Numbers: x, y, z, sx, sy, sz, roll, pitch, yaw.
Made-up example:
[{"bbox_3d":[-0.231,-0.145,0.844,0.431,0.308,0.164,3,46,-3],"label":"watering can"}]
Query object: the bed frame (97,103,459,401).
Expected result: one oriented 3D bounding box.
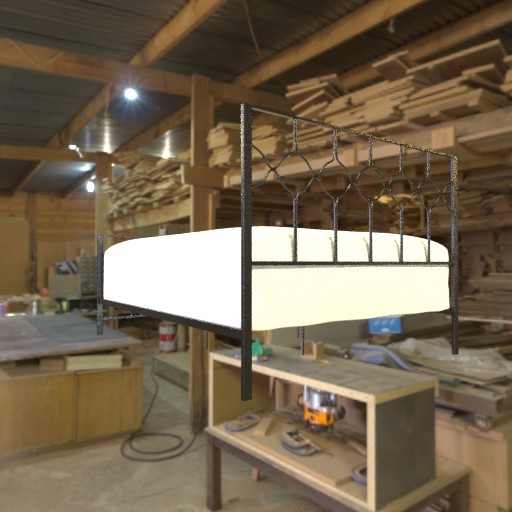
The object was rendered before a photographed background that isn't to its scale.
[{"bbox_3d":[0.000,0.000,3.114,1.597,1.222,2.063,1,-1,-36],"label":"bed frame"}]
